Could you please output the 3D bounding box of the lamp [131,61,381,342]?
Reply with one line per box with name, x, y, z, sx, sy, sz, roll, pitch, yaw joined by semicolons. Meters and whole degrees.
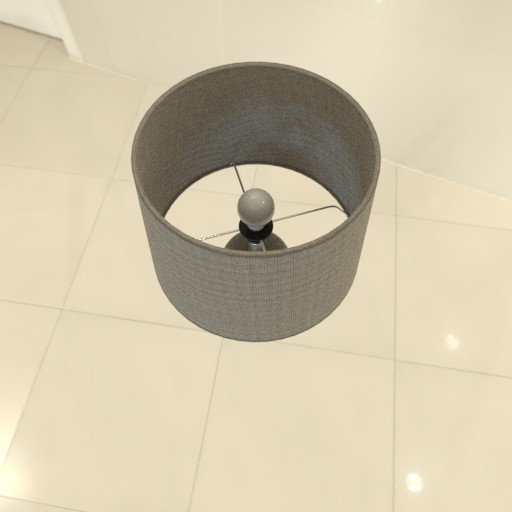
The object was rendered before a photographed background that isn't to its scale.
lamp;0.000;0.000;0.839;0.367;0.609;0.367;0;62;0
